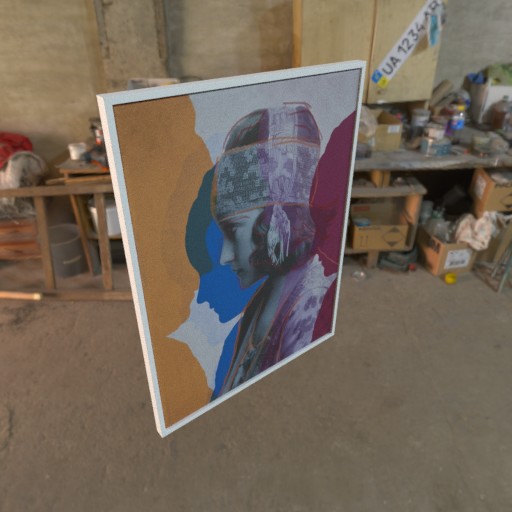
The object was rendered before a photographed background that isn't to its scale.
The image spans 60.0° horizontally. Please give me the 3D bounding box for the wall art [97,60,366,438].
[{"bbox_3d":[0.000,0.000,1.370,0.795,1.050,0.039,-22,38,-32],"label":"wall art"}]
